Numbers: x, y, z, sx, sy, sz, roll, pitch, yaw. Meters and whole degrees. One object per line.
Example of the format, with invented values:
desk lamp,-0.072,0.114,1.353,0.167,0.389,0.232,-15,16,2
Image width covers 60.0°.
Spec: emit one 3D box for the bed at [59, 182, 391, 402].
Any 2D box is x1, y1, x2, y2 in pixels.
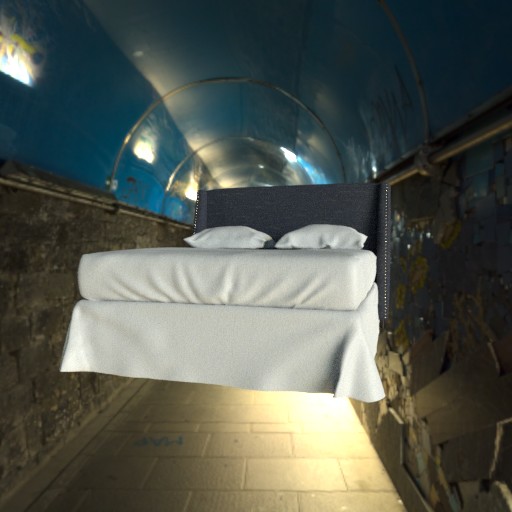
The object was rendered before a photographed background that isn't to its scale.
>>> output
bed,0.000,0.000,3.347,1.925,1.332,2.276,0,1,17
